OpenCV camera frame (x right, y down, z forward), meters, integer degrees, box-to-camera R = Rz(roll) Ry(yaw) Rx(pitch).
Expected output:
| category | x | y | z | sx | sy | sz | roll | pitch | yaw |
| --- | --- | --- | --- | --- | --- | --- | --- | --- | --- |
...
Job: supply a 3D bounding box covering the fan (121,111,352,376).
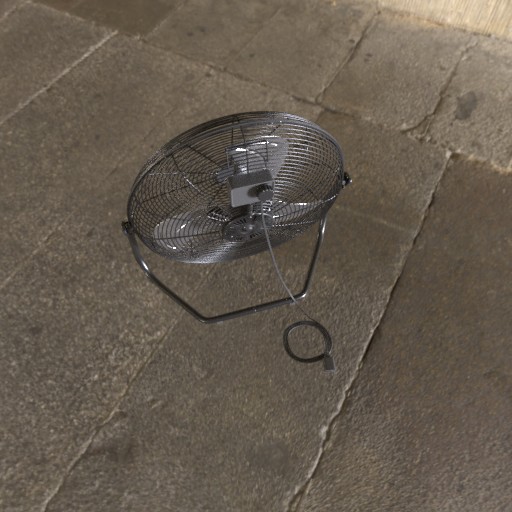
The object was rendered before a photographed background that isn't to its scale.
| category | x | y | z | sx | sy | sz | roll | pitch | yaw |
| --- | --- | --- | --- | --- | --- | --- | --- | --- | --- |
| fan | 0.000 | 0.000 | 1.023 | 0.595 | 0.605 | 0.470 | -14 | 58 | -9 |
